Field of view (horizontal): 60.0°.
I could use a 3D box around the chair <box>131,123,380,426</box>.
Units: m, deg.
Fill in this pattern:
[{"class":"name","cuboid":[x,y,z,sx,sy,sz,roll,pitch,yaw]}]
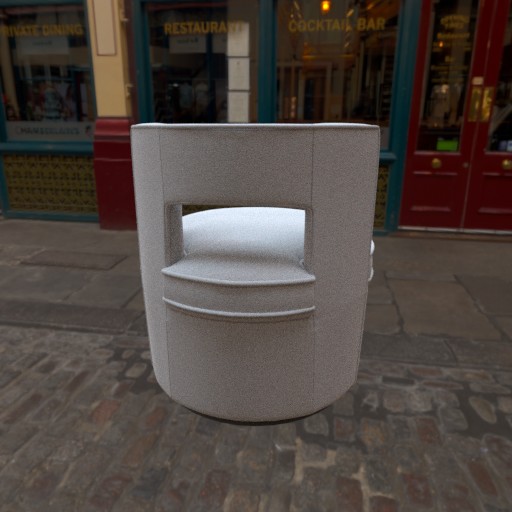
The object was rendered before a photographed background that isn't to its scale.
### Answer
[{"class":"chair","cuboid":[0.000,0.000,1.261,0.650,0.723,0.665,3,17,9]}]
